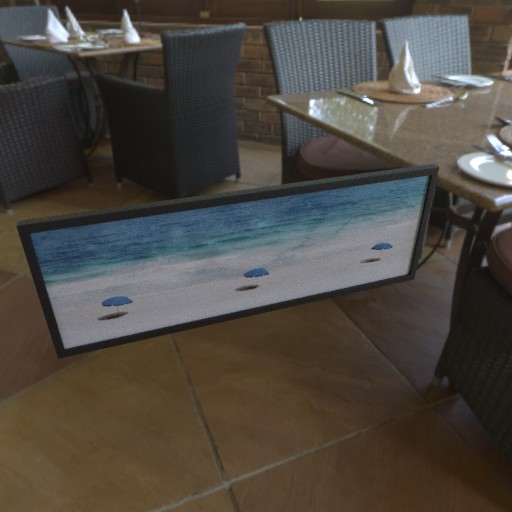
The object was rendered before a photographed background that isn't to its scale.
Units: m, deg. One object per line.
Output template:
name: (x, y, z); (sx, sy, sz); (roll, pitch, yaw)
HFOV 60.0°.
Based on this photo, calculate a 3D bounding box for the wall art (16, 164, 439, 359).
wall art: (0.000, 0.000, 1.741); (1.572, 0.554, 0.041); (-10, 33, -17)
